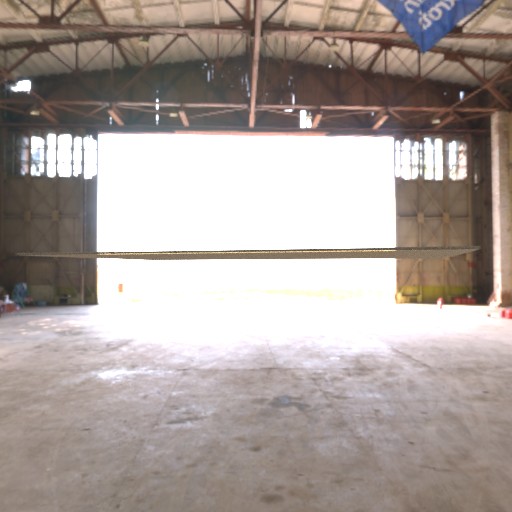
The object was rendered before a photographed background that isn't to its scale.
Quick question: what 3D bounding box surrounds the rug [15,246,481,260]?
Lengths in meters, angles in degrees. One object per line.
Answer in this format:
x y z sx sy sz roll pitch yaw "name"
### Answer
0.000 0.000 2.918 2.438 0.014 1.524 -1 -2 18 "rug"
